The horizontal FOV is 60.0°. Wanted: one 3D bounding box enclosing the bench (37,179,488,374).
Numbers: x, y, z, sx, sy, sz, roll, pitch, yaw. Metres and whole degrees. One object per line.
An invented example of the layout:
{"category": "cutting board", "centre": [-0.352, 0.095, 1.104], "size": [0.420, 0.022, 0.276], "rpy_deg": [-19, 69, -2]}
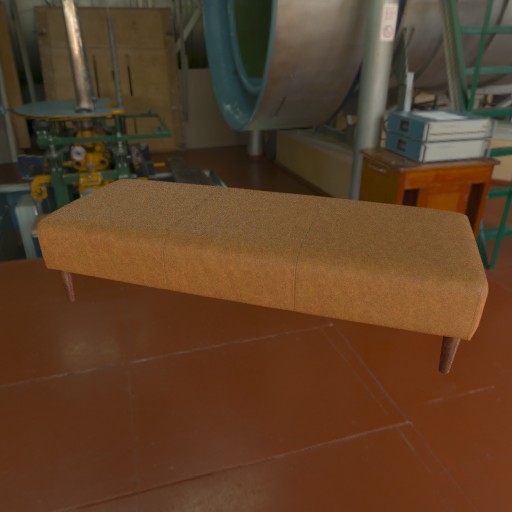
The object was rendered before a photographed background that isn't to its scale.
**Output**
{"category": "bench", "centre": [0.000, 0.000, 1.817], "size": [1.610, 0.399, 0.653], "rpy_deg": [8, 28, 15]}
